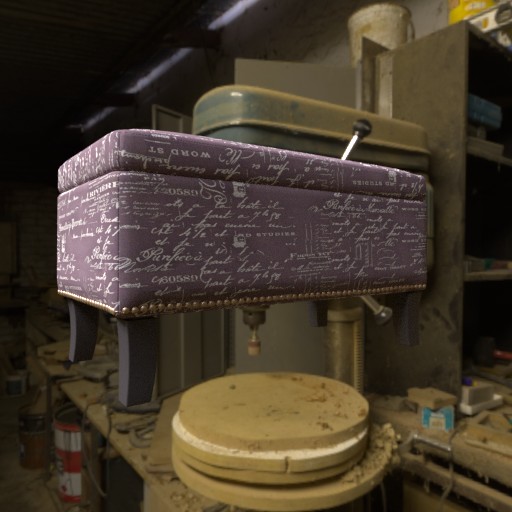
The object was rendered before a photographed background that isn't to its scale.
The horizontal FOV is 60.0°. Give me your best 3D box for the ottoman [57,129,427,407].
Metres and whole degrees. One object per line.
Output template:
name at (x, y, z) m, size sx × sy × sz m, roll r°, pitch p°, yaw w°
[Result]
ottoman at (0.000, 0.000, 1.057) m, size 0.813 × 0.457 × 0.406 m, roll -1°, pitch 1°, yaw -36°
